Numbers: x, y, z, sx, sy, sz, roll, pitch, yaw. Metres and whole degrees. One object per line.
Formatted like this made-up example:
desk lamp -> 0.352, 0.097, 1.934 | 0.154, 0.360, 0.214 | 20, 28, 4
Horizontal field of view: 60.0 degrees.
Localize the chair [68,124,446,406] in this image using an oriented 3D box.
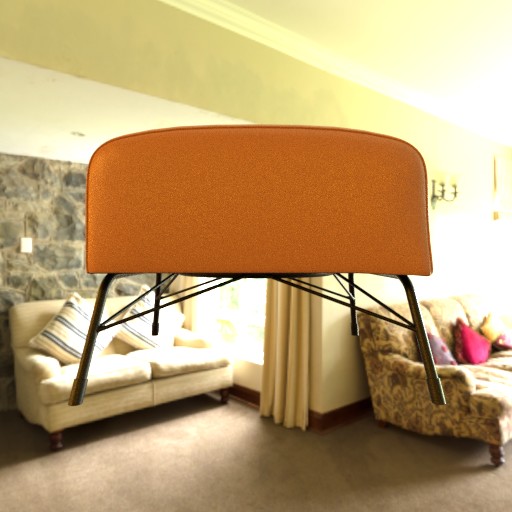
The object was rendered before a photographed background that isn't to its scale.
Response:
chair -> 0.000, 0.000, 0.877 | 0.530, 0.410, 0.530 | 0, 1, 0
